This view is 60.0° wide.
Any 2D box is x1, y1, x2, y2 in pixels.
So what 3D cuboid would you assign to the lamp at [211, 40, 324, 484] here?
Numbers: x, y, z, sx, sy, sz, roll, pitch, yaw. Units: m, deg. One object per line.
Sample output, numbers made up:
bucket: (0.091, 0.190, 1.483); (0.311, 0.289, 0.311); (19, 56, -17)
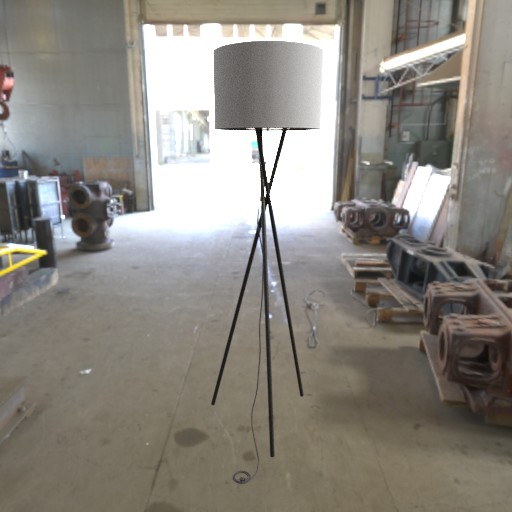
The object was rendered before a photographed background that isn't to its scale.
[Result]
lamp: (0.000, 0.000, 1.912); (0.667, 1.624, 0.522); (-13, 19, -43)
